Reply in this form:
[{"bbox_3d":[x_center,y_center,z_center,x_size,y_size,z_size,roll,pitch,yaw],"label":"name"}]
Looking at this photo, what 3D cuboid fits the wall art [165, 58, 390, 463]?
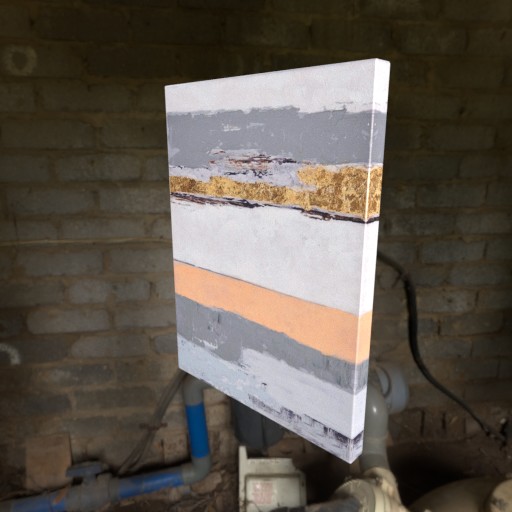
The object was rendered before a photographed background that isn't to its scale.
[{"bbox_3d":[0.000,0.000,0.803,0.456,0.609,0.038,14,20,42],"label":"wall art"}]
